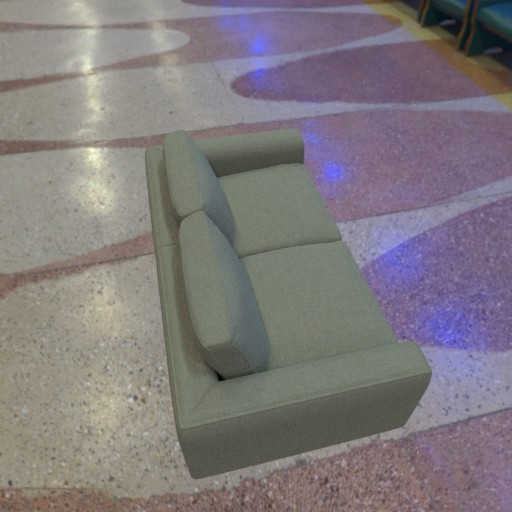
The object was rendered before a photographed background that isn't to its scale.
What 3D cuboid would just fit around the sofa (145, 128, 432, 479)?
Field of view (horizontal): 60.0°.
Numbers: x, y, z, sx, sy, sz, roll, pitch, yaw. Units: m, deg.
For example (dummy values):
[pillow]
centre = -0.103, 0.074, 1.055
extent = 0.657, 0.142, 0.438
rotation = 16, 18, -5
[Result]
[sofa]
centre = 0.000, 0.000, 2.428
extent = 1.069, 0.800, 1.920
rotation = -10, 48, -9
